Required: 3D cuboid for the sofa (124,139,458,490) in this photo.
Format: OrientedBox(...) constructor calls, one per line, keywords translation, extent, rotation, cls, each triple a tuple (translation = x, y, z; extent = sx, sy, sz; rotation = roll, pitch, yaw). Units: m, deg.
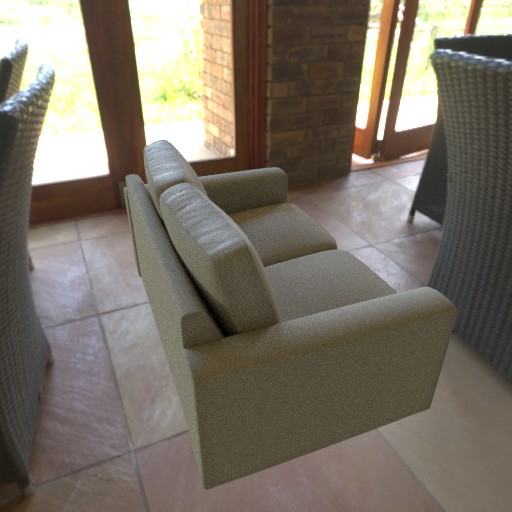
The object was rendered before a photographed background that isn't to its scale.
OrientedBox(translation=(0.000, 0.000, 2.135), extent=(1.016, 0.873, 1.616), rotation=(-11, 33, -18), cls="sofa")
